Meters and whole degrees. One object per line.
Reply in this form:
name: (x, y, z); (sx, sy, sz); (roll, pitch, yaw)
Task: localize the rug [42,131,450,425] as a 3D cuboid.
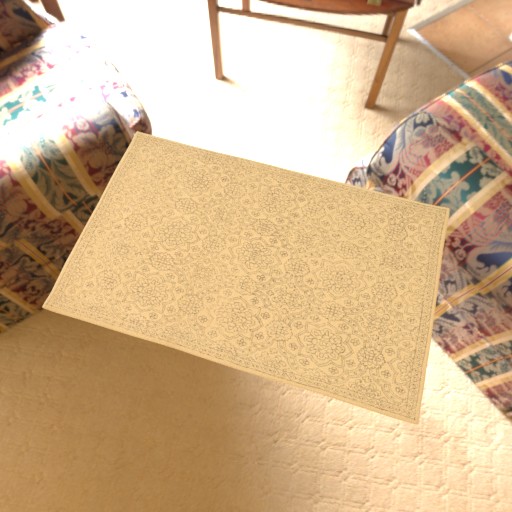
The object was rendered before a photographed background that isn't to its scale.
rug: (0.000, 0.000, 3.013); (2.434, 0.023, 1.518); (16, 66, 7)
